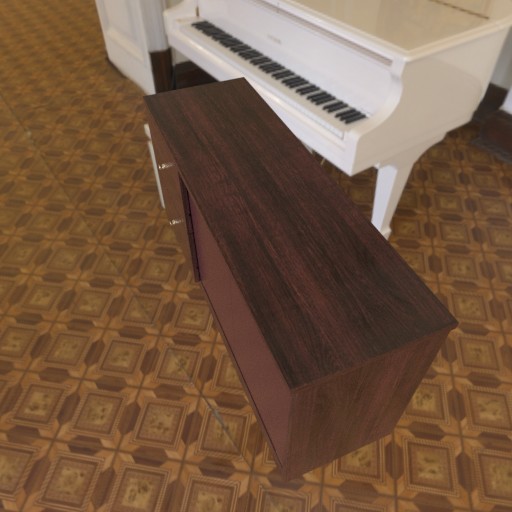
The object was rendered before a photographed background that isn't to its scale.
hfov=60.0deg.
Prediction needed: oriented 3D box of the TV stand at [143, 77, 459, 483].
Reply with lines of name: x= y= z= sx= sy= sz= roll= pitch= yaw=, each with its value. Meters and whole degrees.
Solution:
TV stand: x=0.000 y=0.000 z=1.454 sx=0.404 sy=0.614 sz=1.192 roll=-17 pitch=49 yaw=-15
